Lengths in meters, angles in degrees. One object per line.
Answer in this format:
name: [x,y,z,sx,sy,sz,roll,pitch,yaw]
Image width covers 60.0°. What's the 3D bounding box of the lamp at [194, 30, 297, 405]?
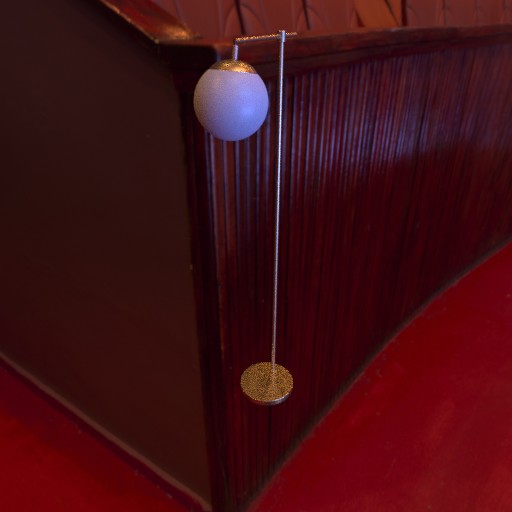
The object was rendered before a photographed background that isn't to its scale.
lamp: [0.000,0.000,1.672,0.249,1.505,0.476,18,35,29]
